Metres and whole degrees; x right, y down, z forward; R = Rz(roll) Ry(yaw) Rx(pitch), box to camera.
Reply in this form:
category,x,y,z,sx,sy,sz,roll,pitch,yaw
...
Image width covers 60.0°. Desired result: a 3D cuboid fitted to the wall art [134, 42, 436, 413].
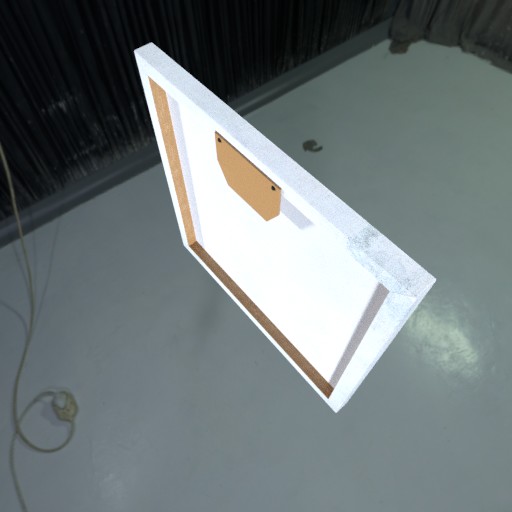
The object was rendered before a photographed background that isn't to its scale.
category,x,y,z,sx,sy,sz,roll,pitch,yaw
wall art,0.000,0.000,0.890,0.044,0.605,0.605,-36,65,-20
